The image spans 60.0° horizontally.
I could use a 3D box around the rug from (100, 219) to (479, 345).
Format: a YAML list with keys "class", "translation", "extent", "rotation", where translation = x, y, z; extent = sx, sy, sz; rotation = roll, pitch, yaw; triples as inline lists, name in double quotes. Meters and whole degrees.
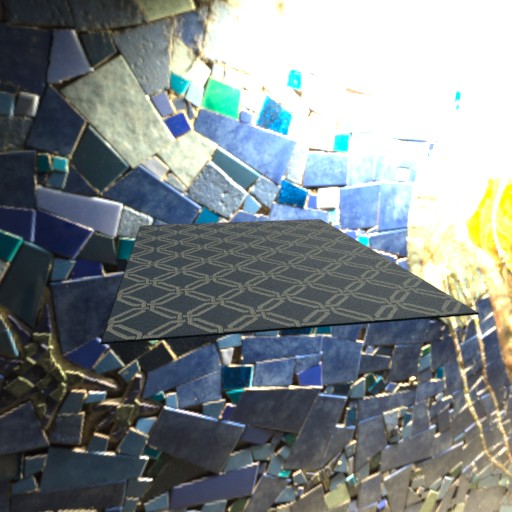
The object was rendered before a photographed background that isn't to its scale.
- class: "rug"
  translation: [0.000, 0.000, 4.332]
  extent: [2.432, 0.018, 3.342]
  rotation: [-3, 16, -10]
